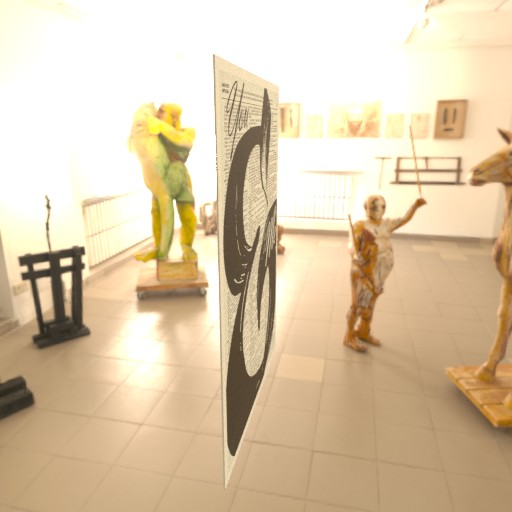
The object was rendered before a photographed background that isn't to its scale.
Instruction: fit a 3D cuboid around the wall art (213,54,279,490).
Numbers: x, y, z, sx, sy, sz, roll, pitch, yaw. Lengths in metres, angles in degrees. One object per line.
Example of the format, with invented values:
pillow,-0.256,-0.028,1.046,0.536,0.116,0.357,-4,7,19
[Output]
wall art,0.000,0.000,0.802,0.003,0.609,0.457,3,17,12
